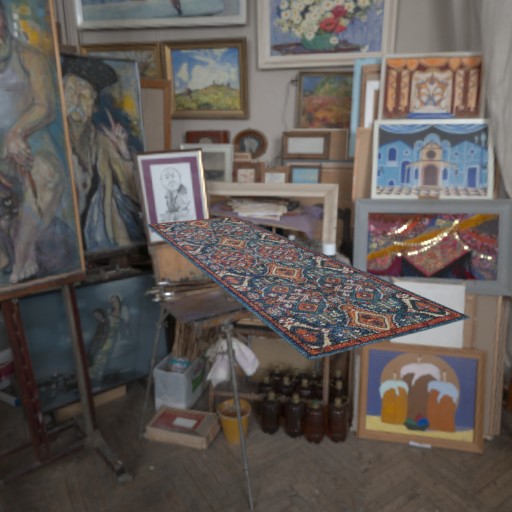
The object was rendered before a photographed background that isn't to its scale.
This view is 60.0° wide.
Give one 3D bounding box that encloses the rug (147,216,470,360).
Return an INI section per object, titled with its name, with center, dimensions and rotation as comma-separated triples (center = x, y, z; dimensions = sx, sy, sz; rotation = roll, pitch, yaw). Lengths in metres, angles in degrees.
[rug]
center = 0.000, 0.000, 2.732
dimensions = 0.801, 0.010, 2.459
rotation = -8, 18, -25
